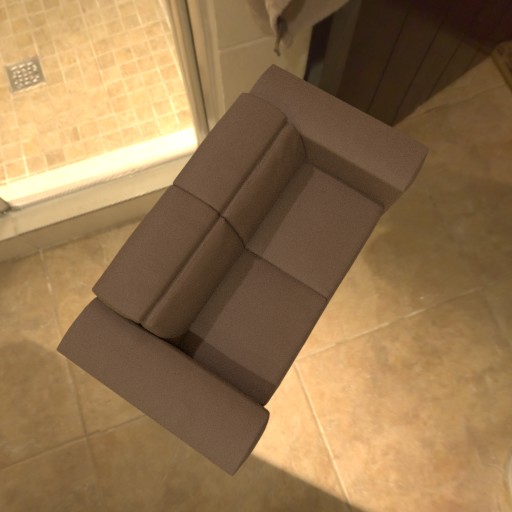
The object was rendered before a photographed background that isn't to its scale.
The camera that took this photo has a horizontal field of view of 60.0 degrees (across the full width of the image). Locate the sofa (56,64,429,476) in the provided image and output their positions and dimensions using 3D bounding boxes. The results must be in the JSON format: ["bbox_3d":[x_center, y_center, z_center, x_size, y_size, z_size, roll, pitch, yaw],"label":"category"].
[{"bbox_3d":[0.000,0.000,2.395,1.003,0.779,1.895,32,76,9],"label":"sofa"}]
